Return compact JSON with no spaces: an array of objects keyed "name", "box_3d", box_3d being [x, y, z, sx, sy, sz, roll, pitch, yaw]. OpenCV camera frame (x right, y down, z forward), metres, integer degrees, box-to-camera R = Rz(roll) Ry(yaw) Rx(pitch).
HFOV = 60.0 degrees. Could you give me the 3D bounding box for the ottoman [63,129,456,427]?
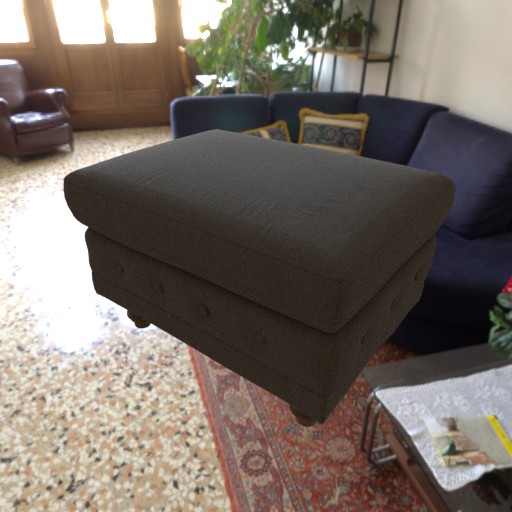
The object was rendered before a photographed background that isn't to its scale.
[{"name":"ottoman","box_3d":[0.000,0.000,1.148,0.771,0.500,0.569,21,36,32]}]
